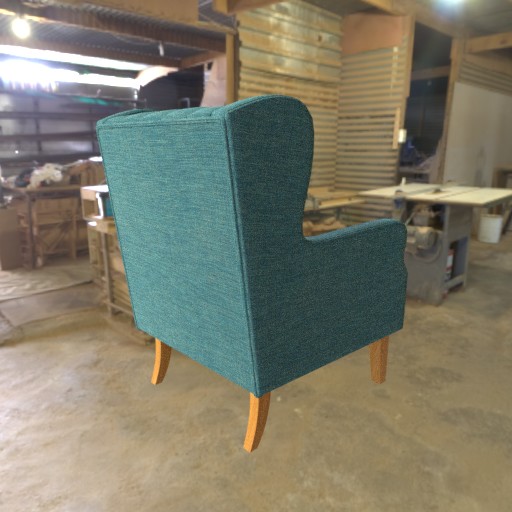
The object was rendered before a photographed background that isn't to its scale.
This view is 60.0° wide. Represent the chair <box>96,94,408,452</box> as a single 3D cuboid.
[{"bbox_3d":[0.000,0.000,1.495,0.775,0.952,0.711,-13,19,-42],"label":"chair"}]
